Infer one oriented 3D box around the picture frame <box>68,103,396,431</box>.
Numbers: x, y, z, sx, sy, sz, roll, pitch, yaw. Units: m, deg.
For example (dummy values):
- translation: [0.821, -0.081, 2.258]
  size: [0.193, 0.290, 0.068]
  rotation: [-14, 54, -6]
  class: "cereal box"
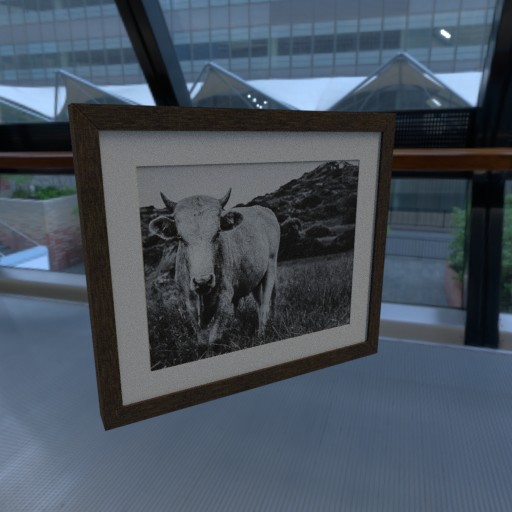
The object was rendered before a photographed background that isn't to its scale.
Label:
- translation: [0.000, 0.000, 0.526]
  size: [0.378, 0.330, 0.033]
  rotation: [-8, 17, -27]
  class: "picture frame"
